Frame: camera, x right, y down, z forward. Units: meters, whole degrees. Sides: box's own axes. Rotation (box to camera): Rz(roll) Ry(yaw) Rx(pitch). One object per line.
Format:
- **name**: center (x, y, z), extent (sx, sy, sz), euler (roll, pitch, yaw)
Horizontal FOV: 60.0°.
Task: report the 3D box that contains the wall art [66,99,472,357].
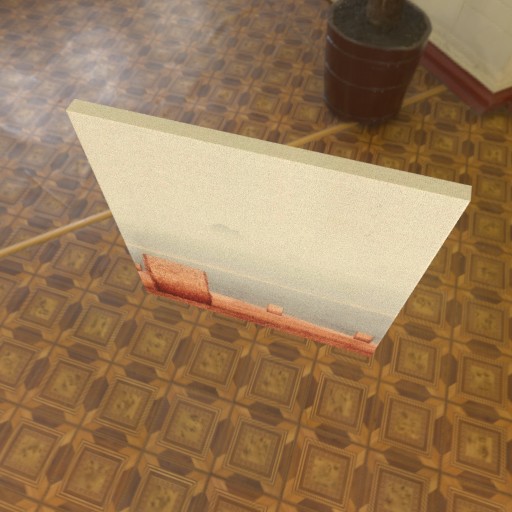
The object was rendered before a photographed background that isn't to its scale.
- **wall art**: center (0.000, 0.000, 0.602), extent (0.405, 0.405, 0.023), euler (15, 59, 9)
